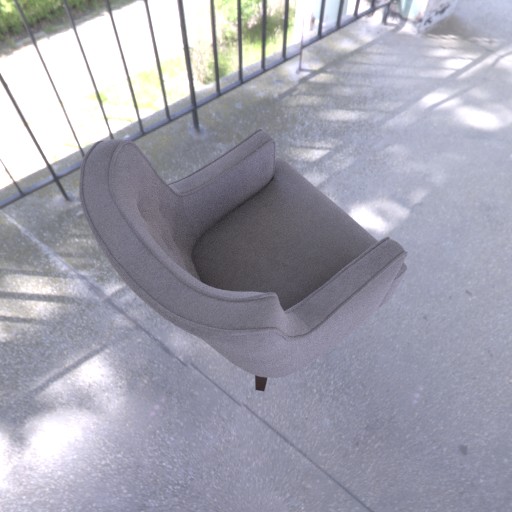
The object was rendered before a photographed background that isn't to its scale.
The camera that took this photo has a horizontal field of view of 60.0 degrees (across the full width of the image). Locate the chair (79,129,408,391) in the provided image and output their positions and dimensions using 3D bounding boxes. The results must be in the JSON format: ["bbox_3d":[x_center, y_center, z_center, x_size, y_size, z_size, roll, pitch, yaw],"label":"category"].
[{"bbox_3d":[0.000,0.000,1.596,0.910,0.919,0.781,-35,64,-20],"label":"chair"}]
